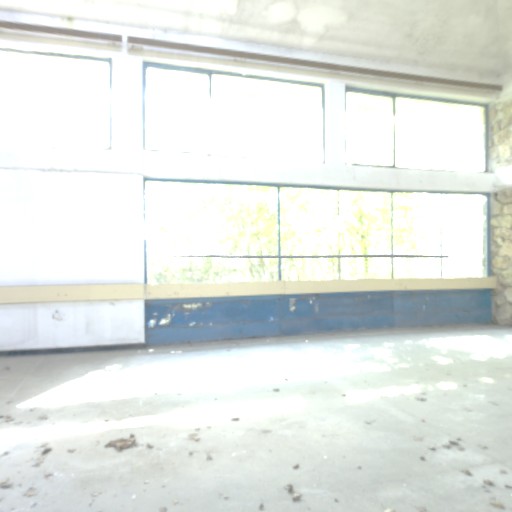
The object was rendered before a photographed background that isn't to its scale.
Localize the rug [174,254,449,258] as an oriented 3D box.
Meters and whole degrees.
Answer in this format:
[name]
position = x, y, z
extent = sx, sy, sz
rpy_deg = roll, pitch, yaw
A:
[rug]
position = 0.000, 0.000, 2.665
extent = 0.762, 0.013, 2.439
rpy_deg = 0, 0, -16
